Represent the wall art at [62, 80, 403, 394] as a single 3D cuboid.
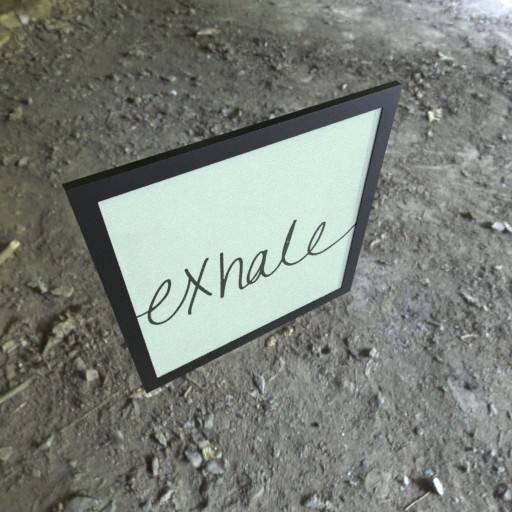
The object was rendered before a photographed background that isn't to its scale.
[{"bbox_3d":[0.000,0.000,0.682,0.446,0.445,0.014,-23,51,-20],"label":"wall art"}]
